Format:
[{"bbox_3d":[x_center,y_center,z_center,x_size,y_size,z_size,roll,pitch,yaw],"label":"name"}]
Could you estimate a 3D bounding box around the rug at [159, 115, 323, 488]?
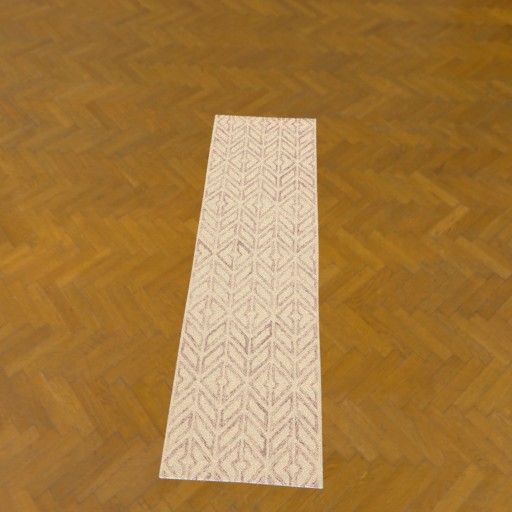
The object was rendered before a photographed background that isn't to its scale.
[{"bbox_3d":[0.000,0.000,2.656,0.750,0.009,2.435,3,58,2],"label":"rug"}]
